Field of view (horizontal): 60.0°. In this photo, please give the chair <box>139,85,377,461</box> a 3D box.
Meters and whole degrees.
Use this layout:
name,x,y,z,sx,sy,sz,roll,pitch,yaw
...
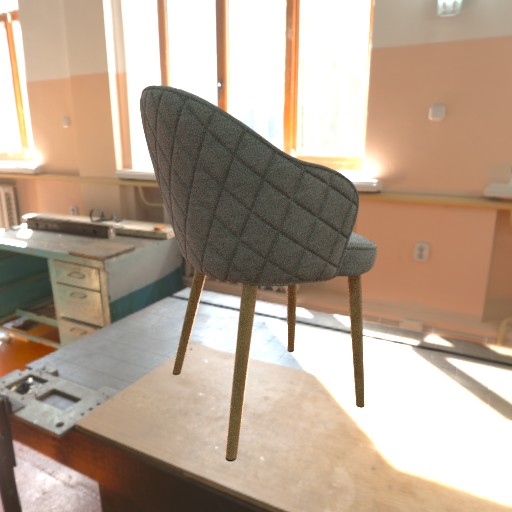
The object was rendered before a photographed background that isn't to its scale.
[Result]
name,x,y,z,sx,sy,sz,roll,pitch,yaw
chair,0.000,0.000,1.147,0.530,0.800,0.540,-7,16,-26
